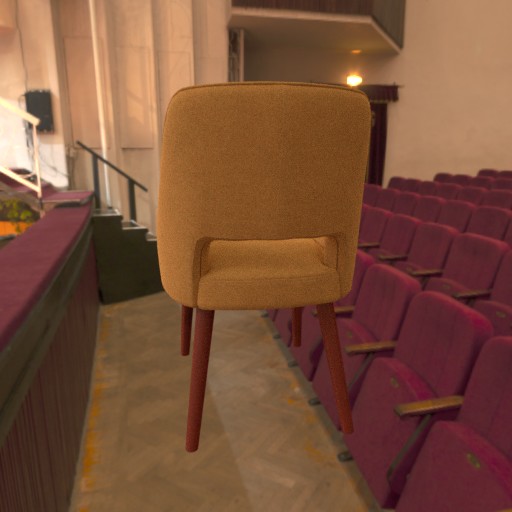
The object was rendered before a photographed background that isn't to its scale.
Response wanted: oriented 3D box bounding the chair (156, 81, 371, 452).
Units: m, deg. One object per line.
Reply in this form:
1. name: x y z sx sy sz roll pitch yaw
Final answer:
1. chair: 0.000 0.000 1.255 0.548 0.849 0.605 -2 14 -10
